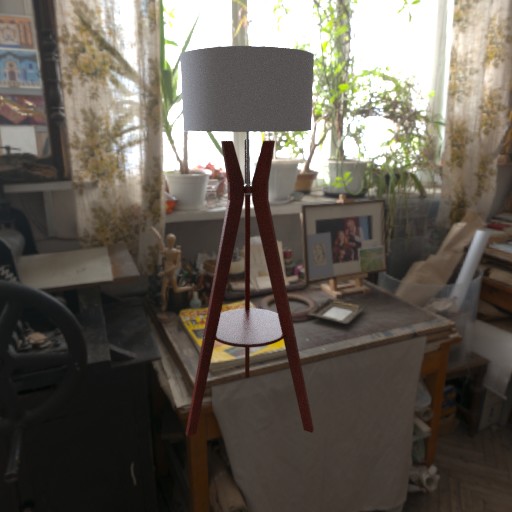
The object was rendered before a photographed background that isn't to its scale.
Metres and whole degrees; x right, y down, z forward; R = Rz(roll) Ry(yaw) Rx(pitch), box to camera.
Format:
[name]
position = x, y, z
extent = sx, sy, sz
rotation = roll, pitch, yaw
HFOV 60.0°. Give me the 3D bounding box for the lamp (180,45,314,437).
[lamp]
position = 0.000, 0.000, 1.774
extent = 0.542, 1.472, 0.539
rotation = 8, 19, 26
